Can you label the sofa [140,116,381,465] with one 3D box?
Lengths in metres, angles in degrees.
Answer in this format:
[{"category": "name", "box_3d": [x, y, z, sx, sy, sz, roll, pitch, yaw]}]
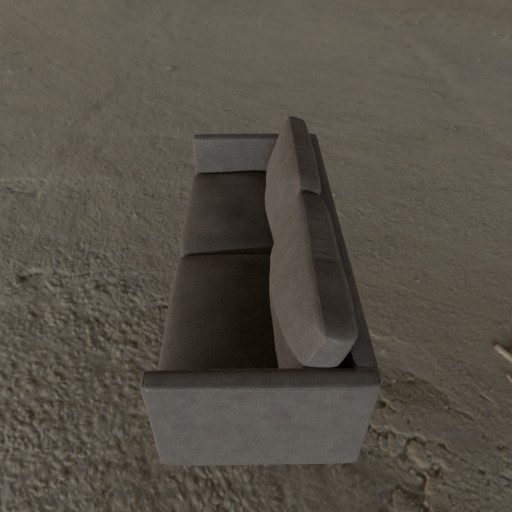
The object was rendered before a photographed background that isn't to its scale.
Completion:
[{"category": "sofa", "box_3d": [0.000, 0.000, 2.666, 0.951, 0.965, 2.208, 0, 40, -1]}]
